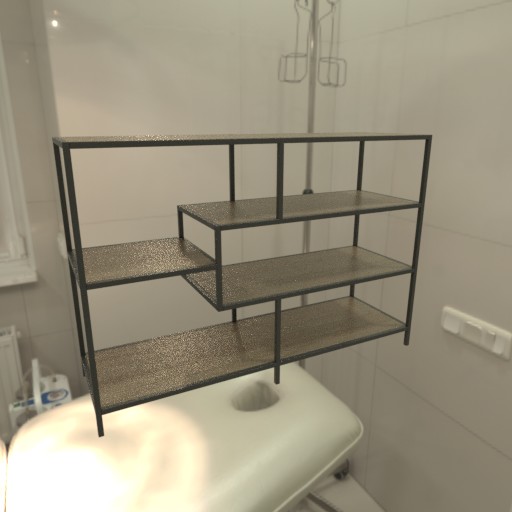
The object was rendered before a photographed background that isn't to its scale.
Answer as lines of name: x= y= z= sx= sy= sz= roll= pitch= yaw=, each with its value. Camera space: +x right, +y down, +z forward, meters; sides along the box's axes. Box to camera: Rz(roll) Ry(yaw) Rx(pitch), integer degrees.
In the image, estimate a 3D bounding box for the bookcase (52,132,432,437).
bookcase: x=0.000 y=0.000 z=1.488 sx=1.140 sy=0.780 sz=0.350 roll=-9 pitch=19 yaw=-26
